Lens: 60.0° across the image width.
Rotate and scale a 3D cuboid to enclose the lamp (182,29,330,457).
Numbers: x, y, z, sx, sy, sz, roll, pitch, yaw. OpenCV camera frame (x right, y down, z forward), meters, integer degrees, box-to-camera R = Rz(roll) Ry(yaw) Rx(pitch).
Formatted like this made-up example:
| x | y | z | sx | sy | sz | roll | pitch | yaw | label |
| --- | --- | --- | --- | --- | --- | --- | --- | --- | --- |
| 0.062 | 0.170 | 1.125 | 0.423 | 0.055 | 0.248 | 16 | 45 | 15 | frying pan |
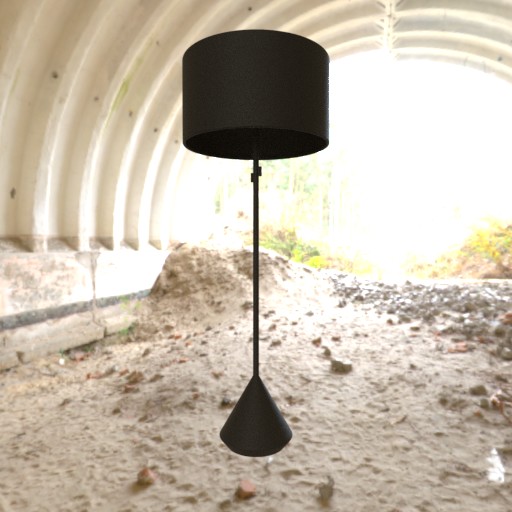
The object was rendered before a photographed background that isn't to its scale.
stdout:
| x | y | z | sx | sy | sz | roll | pitch | yaw | label |
| --- | --- | --- | --- | --- | --- | --- | --- | --- | --- |
| 0.000 | 0.000 | 1.781 | 0.580 | 1.526 | 0.580 | 0 | 1 | -19 | lamp |
